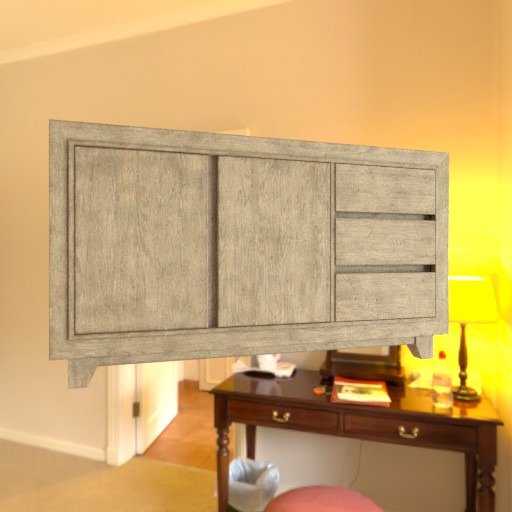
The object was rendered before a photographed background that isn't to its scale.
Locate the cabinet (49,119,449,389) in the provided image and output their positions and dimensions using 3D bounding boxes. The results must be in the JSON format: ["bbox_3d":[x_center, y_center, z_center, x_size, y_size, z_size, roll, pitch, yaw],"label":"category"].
[{"bbox_3d":[0.000,0.000,1.789,1.460,0.825,0.511,0,0,-17],"label":"cabinet"}]
